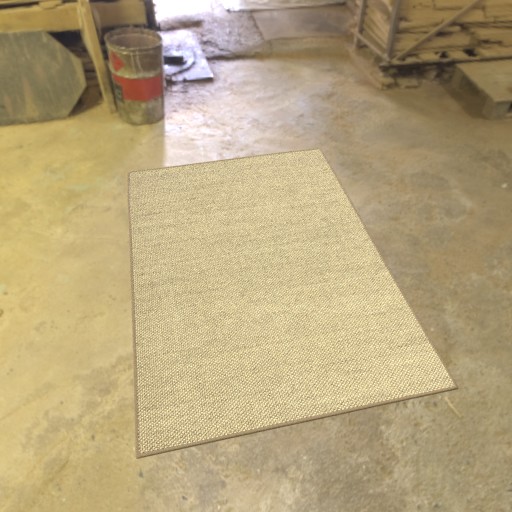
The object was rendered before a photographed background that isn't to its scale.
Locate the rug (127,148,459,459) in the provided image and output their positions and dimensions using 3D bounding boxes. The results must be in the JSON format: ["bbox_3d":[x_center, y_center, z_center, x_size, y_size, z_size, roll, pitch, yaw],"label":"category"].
[{"bbox_3d":[0.000,0.000,2.704,1.517,0.013,2.115,-9,47,-8],"label":"rug"}]
